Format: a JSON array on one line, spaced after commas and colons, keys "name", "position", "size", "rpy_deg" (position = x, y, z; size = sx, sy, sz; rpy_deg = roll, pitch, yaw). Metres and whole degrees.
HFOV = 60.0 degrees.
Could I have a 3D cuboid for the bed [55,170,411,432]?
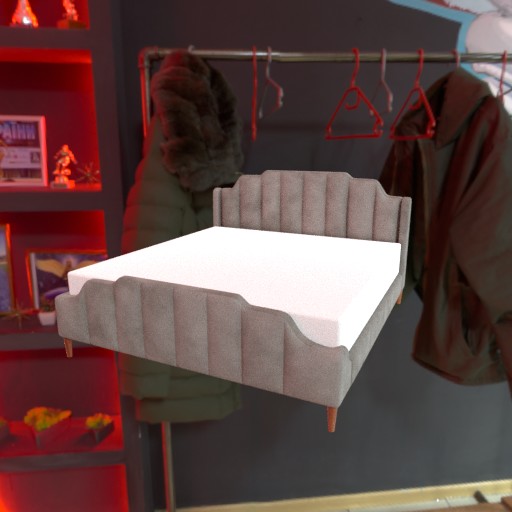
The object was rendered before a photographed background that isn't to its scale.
[{"name": "bed", "position": [0.000, 0.000, 3.628], "size": [2.074, 1.245, 2.340], "rpy_deg": [7, 16, 25]}]
